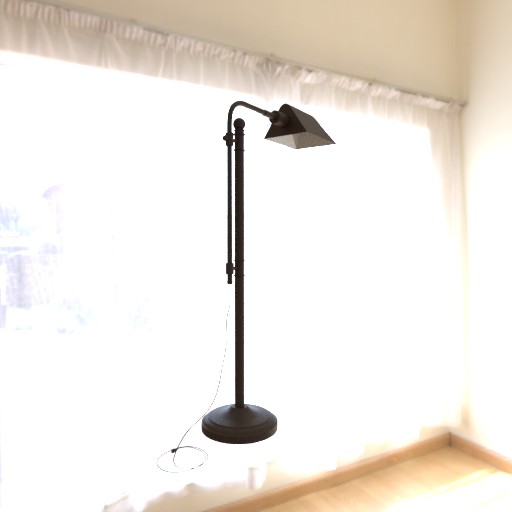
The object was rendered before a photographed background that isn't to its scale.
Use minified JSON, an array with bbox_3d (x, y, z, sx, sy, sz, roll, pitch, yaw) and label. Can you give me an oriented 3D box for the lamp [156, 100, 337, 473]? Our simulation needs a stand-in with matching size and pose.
[{"bbox_3d":[0.000,0.000,0.955,0.159,0.708,0.545,1,2,35],"label":"lamp"}]
